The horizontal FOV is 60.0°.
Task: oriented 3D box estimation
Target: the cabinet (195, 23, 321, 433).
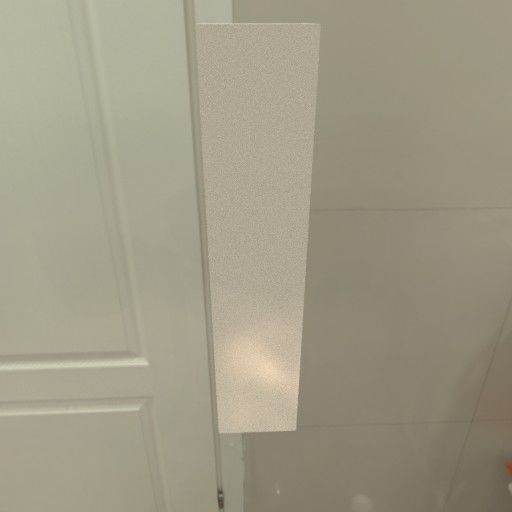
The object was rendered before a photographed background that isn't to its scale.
[{"bbox_3d":[0.000,0.000,1.507,0.300,1.400,0.270,-1,28,-2],"label":"cabinet"}]
